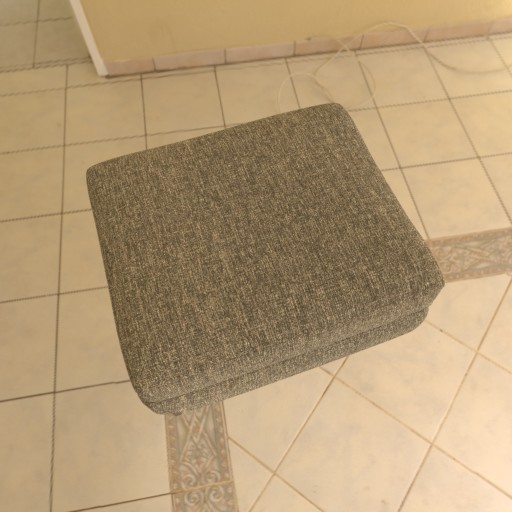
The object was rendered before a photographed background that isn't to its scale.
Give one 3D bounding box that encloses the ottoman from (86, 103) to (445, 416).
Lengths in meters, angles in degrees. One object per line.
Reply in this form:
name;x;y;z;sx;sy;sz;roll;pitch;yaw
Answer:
ottoman;0.000;0.000;1.283;0.828;0.480;0.683;-17;64;-9
